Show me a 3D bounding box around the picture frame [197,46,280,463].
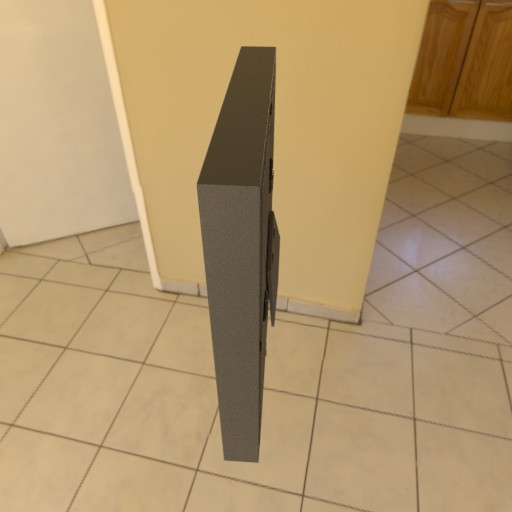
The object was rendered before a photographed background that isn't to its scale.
[{"bbox_3d":[0.000,0.000,0.391,0.042,0.284,0.232,2,40,3],"label":"picture frame"}]
